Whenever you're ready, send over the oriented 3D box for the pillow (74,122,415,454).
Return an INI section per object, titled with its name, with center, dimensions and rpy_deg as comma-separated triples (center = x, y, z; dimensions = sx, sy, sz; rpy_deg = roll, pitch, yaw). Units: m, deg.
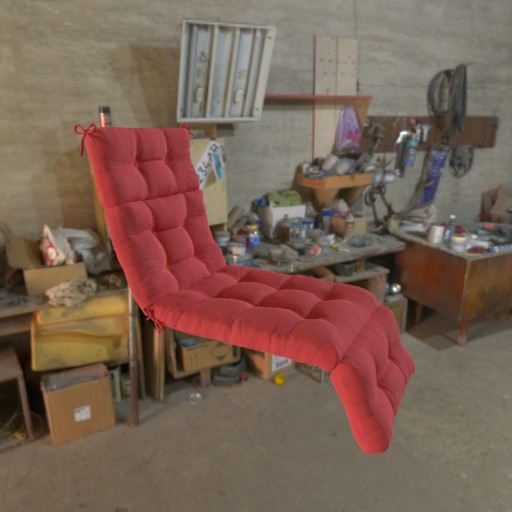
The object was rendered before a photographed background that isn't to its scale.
[pillow]
center = 0.000, 0.000, 1.463
dimensions = 1.016, 0.863, 0.526
rpy_deg = 8, 17, 26
